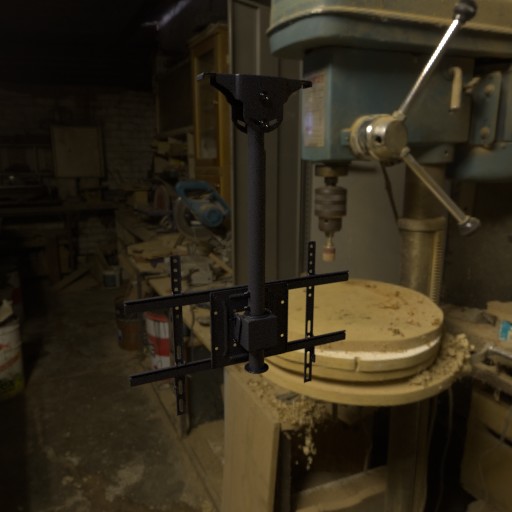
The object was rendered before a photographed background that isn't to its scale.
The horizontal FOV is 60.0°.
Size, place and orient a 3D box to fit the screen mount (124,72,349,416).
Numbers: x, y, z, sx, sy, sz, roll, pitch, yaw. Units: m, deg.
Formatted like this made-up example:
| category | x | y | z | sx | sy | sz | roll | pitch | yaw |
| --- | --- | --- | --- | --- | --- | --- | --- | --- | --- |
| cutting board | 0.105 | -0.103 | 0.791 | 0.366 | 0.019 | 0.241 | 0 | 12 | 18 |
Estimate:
| category | x | y | z | sx | sy | sz | roll | pitch | yaw |
| --- | --- | --- | --- | --- | --- | --- | --- | --- | --- |
| screen mount | 0.000 | 0.000 | 1.030 | 0.595 | 0.775 | 0.090 | -6 | 15 | -25 |
